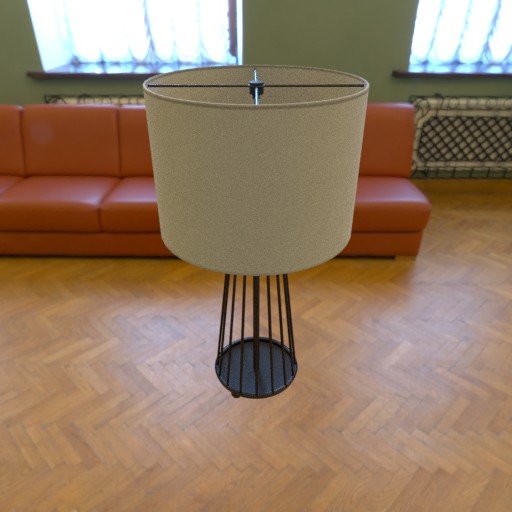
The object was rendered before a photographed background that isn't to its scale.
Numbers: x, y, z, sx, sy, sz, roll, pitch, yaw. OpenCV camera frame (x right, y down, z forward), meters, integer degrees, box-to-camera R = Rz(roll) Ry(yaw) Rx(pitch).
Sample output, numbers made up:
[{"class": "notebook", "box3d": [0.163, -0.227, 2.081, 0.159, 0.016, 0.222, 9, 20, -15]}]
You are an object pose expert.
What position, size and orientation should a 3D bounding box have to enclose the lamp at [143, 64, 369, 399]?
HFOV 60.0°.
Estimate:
[{"class": "lamp", "box3d": [0.000, 0.000, 0.795, 0.322, 0.593, 0.322, 0, 31, 0]}]
